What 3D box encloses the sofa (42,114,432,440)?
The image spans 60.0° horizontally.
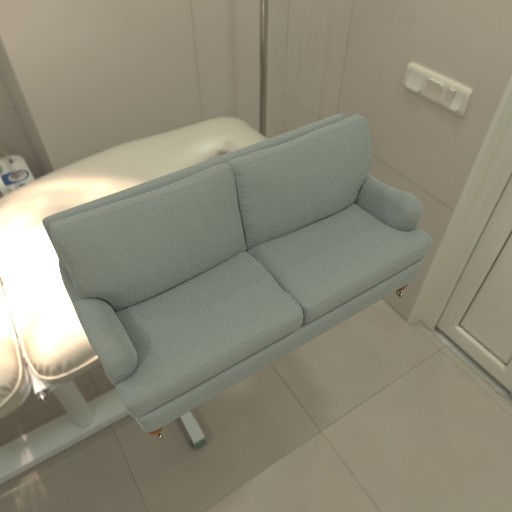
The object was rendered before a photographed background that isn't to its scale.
[{"bbox_3d":[0.000,0.000,2.815,2.193,1.096,1.069,-25,51,-22],"label":"sofa"}]
